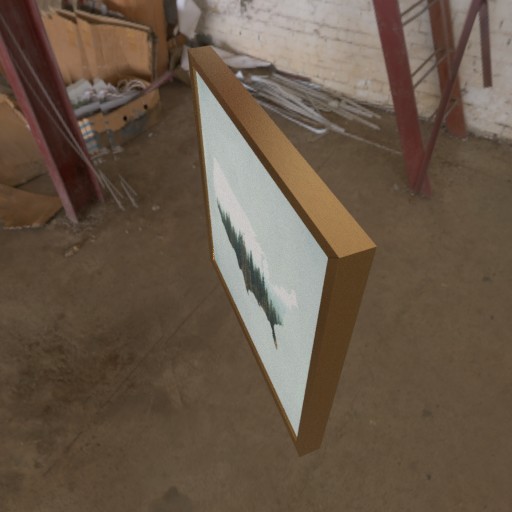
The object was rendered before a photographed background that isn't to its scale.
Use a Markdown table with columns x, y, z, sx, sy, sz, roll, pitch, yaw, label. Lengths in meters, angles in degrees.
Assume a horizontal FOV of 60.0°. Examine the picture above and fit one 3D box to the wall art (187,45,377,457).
| x | y | z | sx | sy | sz | roll | pitch | yaw | label |
| --- | --- | --- | --- | --- | --- | --- | --- | --- | --- |
| 0.000 | 0.000 | 0.758 | 0.040 | 0.509 | 0.509 | -16 | 49 | -15 | wall art |
